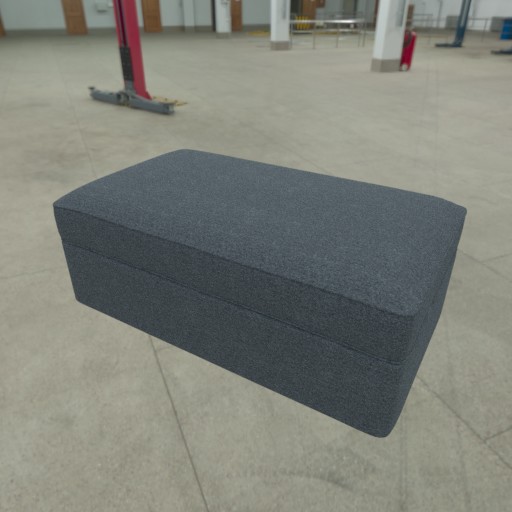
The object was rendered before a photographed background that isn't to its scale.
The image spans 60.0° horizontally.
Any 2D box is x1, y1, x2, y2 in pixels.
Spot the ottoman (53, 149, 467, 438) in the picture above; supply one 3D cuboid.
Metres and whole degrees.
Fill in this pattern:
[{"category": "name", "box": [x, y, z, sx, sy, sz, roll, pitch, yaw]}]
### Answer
[{"category": "ottoman", "box": [0.000, 0.000, 1.506, 1.173, 0.494, 0.681, 17, 34, 27]}]
